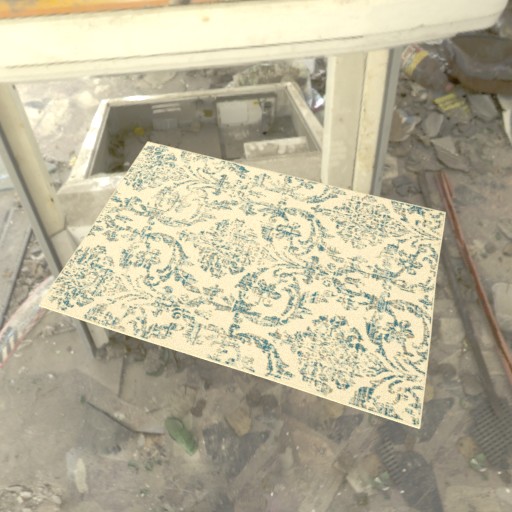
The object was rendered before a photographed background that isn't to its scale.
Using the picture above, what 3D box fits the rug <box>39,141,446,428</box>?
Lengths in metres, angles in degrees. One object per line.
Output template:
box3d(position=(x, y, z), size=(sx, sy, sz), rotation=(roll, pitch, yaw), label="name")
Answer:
box3d(position=(0.000, 0.000, 2.313), size=(1.831, 0.012, 1.213), rotation=(15, 58, 10), label="rug")
